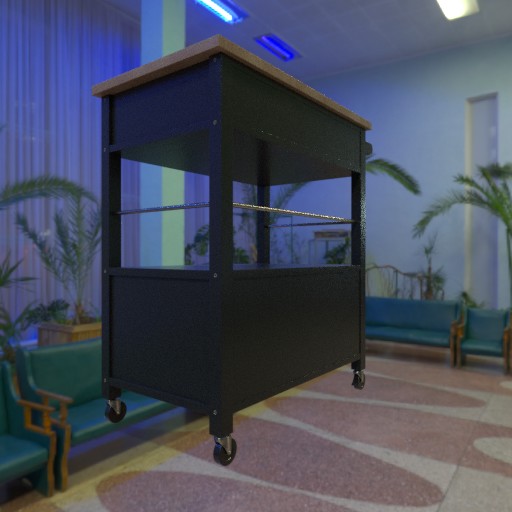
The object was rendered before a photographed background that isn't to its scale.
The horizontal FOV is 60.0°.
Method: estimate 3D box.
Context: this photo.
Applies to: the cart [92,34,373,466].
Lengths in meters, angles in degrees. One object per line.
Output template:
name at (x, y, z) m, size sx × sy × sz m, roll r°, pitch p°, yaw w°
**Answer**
cart at (0.000, 0.000, 1.370) m, size 0.459 × 0.901 × 0.840 m, roll 0°, pitch 0°, yaw 38°
